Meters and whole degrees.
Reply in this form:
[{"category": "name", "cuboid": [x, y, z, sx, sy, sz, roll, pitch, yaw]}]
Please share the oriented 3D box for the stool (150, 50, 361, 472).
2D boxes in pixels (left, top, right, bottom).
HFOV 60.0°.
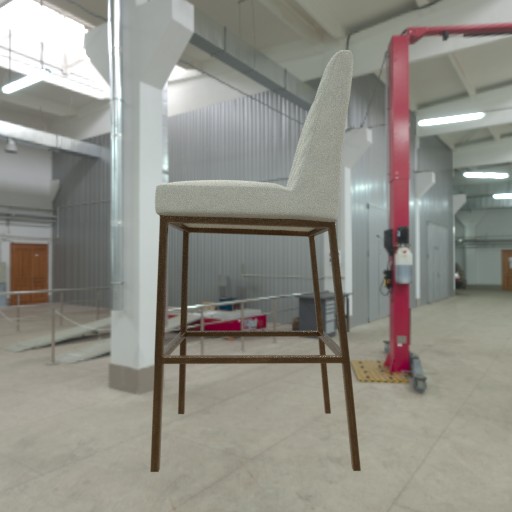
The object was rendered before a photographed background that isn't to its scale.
[{"category": "stool", "cuboid": [0.000, 0.000, 1.336, 0.546, 1.084, 0.462, 0, -1, -1]}]
